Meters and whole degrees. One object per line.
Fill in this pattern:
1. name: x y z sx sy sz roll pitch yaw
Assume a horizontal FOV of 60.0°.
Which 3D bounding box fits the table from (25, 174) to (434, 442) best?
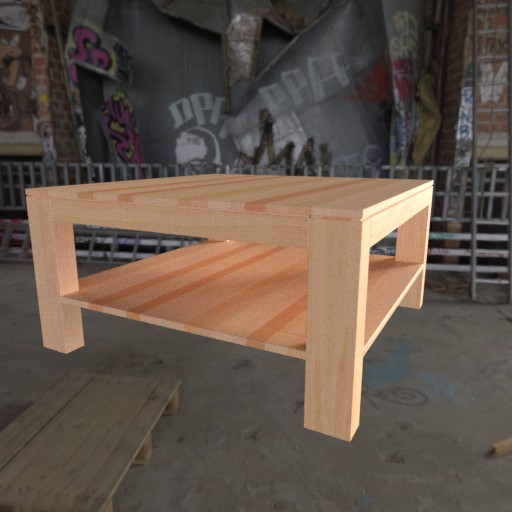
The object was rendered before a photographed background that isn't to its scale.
1. table: 0.000 0.000 1.397 0.900 0.450 0.900 7 15 28
